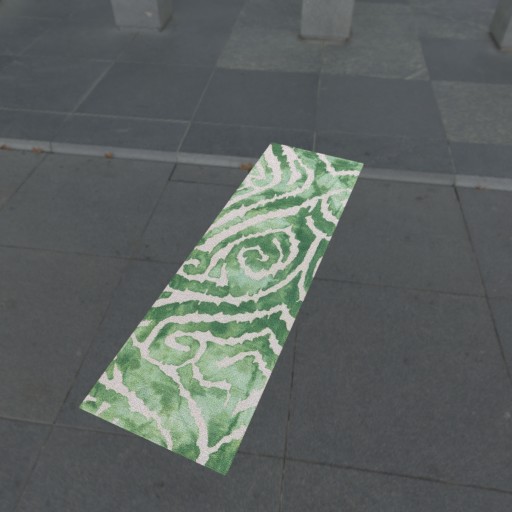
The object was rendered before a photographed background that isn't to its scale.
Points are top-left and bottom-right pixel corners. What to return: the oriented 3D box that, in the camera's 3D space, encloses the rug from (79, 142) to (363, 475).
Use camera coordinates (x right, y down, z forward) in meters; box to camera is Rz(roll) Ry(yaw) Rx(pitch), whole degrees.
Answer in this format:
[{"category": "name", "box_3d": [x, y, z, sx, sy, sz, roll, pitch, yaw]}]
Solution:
[{"category": "rug", "box_3d": [0.000, 0.000, 2.738, 0.761, 0.006, 2.438, 17, 49, 16]}]
